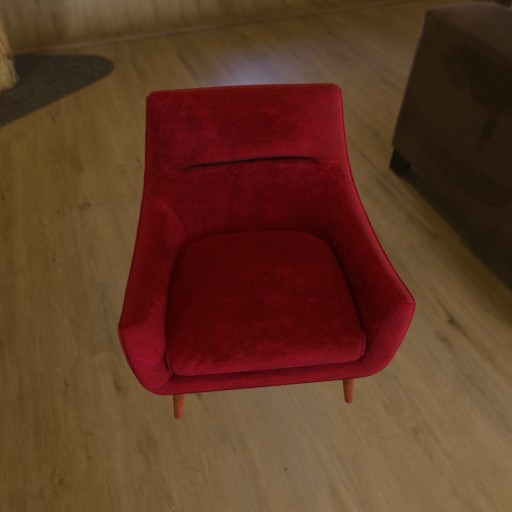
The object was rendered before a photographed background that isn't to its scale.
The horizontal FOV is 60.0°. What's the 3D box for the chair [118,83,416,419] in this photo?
[{"bbox_3d":[0.000,0.000,1.455,0.762,0.838,0.787,-4,46,-4],"label":"chair"}]
